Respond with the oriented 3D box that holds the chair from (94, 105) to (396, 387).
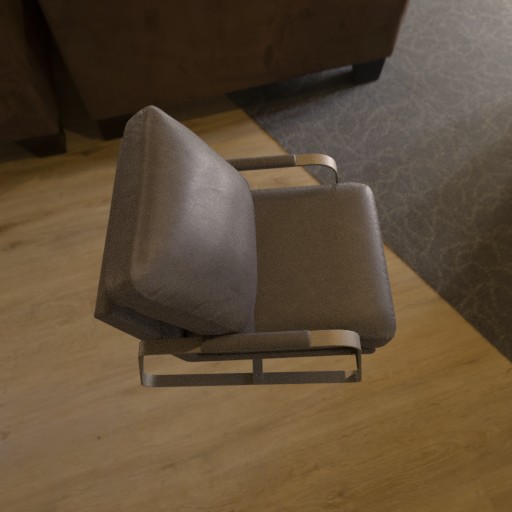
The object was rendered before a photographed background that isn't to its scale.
[{"bbox_3d":[0.000,0.000,1.501,0.878,0.839,0.692,-1,63,-1],"label":"chair"}]
